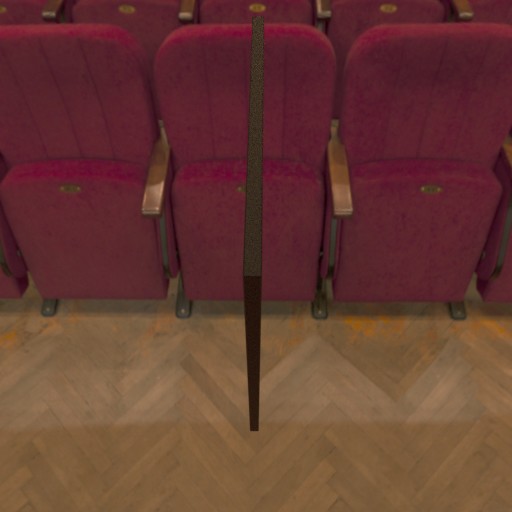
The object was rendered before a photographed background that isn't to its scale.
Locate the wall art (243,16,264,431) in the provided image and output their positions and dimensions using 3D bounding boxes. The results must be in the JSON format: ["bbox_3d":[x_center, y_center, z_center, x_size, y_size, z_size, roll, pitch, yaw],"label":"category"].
[{"bbox_3d":[0.000,0.000,1.334,0.030,1.027,0.774,1,56,0],"label":"wall art"}]
